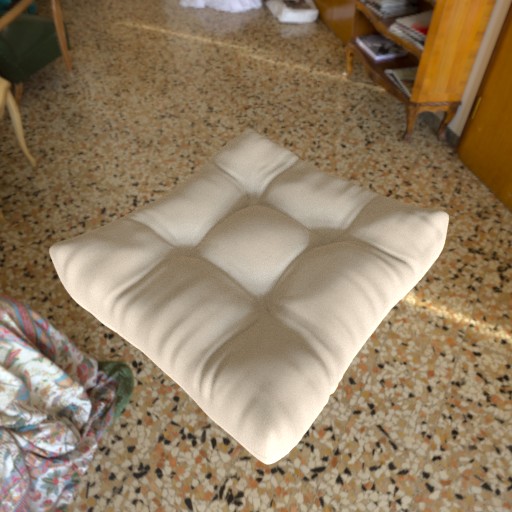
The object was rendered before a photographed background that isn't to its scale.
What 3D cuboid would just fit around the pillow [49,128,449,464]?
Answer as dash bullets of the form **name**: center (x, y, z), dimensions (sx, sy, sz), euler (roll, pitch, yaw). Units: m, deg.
- **pillow**: center (0.000, 0.000, 0.739), dimensions (0.468, 0.128, 0.490), euler (31, 54, 26)
